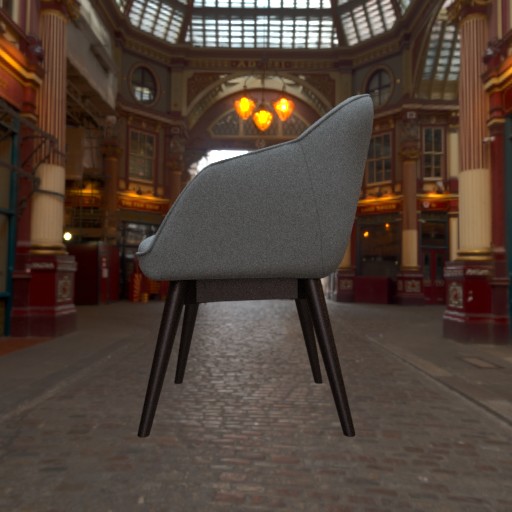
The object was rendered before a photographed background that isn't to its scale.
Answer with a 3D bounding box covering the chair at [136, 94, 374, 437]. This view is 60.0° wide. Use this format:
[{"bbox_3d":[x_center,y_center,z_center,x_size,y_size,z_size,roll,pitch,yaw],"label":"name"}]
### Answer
[{"bbox_3d":[0.000,0.000,1.227,0.611,0.810,0.589,0,-2,0],"label":"chair"}]
